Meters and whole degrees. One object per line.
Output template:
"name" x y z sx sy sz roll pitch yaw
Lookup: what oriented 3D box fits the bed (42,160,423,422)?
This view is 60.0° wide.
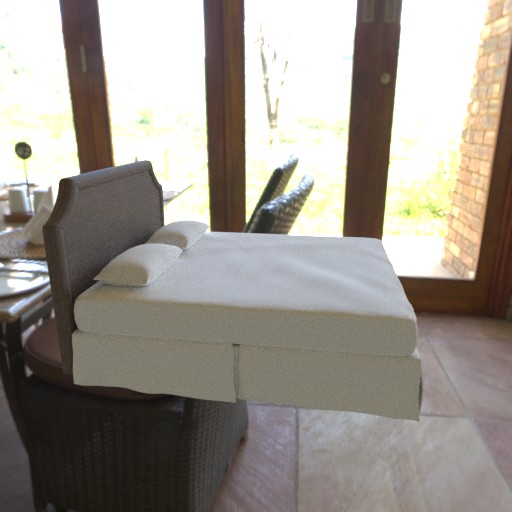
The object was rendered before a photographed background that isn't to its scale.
"bed" 0.000 0.000 4.136 2.773 1.590 2.350 3 17 9
